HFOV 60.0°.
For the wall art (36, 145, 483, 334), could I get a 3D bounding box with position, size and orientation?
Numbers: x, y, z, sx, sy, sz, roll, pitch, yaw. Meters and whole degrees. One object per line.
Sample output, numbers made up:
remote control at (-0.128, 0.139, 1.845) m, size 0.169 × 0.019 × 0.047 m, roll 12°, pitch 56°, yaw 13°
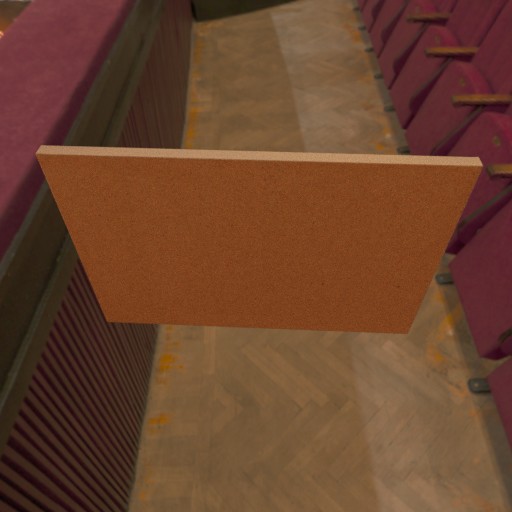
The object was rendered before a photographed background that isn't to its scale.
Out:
wall art at (0.000, 0.000, 0.764) m, size 0.615 × 0.410 × 0.021 m, roll 2°, pitch 47°, yaw 2°
